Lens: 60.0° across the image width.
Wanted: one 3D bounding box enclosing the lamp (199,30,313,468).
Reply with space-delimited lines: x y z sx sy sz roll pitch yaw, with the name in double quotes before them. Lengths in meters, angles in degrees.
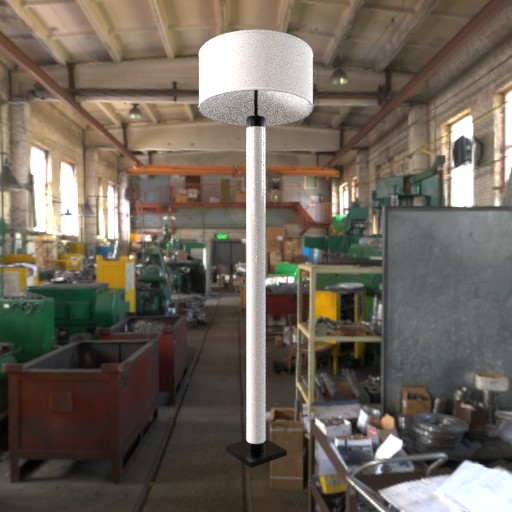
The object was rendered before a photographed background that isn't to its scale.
"lamp" 0.000 0.000 1.640 0.420 1.475 0.420 0 1 -36
